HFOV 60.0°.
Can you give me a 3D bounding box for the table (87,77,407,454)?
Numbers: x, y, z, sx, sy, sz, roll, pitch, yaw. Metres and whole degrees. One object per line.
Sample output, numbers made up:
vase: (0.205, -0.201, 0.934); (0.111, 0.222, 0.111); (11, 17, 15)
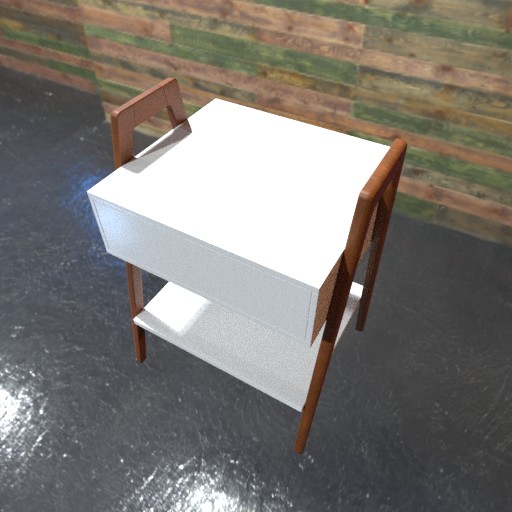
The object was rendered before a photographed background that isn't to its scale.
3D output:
table: (0.000, 0.000, 0.922); (0.457, 0.610, 0.405); (22, 50, 21)
